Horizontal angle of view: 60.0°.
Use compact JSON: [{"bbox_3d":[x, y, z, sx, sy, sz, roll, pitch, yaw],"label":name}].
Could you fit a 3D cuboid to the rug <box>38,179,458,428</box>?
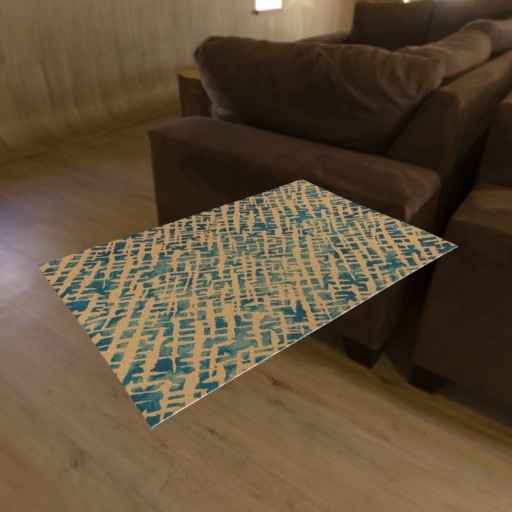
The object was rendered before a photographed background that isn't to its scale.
[{"bbox_3d":[0.000,0.000,2.309,1.830,0.011,1.209,-23,39,-32],"label":"rug"}]
